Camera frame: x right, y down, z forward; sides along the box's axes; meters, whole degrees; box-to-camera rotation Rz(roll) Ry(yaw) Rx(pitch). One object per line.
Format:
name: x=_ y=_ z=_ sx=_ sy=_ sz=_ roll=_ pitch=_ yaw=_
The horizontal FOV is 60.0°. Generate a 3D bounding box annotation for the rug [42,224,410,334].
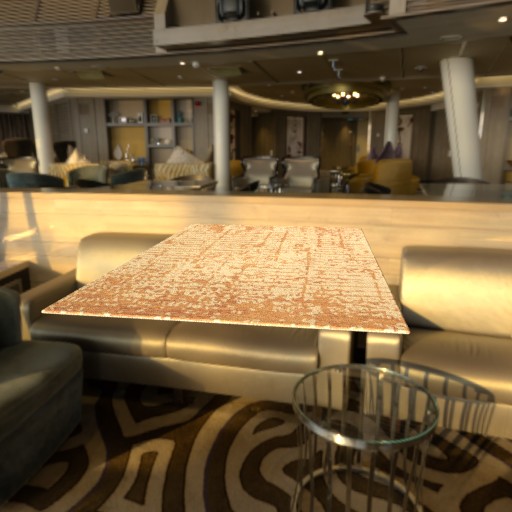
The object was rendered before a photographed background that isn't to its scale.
rug: x=0.000 y=0.000 z=2.310 sx=1.219 sy=0.011 sz=1.829 roll=2 pitch=14 yaw=8
